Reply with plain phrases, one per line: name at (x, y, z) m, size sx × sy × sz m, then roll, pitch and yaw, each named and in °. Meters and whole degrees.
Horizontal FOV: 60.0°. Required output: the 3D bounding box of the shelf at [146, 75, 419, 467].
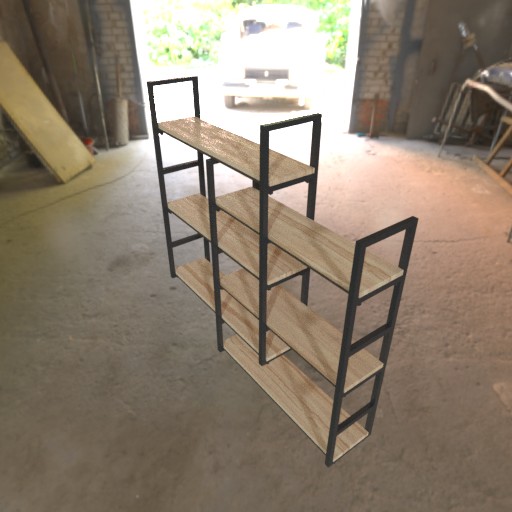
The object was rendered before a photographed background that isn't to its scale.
shelf at (0.000, 0.000, 1.401) m, size 0.183 × 0.921 × 0.946 m, roll -22°, pitch 38°, yaw -30°
